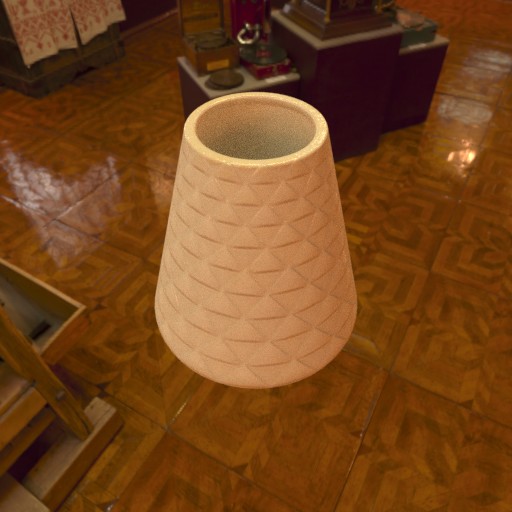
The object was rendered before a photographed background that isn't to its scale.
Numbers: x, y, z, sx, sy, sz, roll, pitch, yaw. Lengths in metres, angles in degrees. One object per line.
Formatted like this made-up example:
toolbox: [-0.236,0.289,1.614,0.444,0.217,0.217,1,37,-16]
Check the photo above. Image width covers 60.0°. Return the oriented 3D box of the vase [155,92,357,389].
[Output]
vase: [0.000,0.000,0.353,0.175,0.230,0.175,0,46,0]
